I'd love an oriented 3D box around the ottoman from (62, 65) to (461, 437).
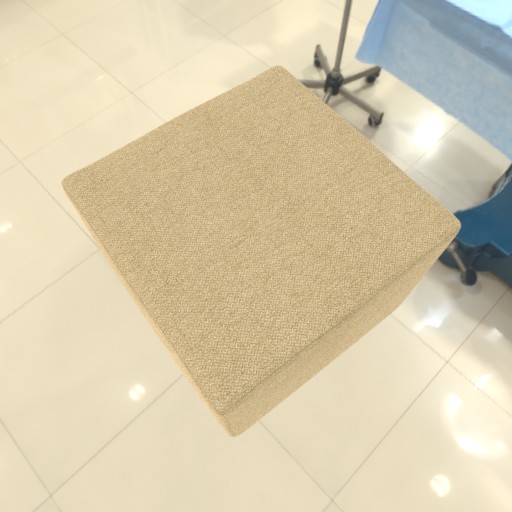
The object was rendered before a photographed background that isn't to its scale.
[{"bbox_3d":[0.000,0.000,0.927,0.508,0.432,0.508,-34,68,-16],"label":"ottoman"}]
